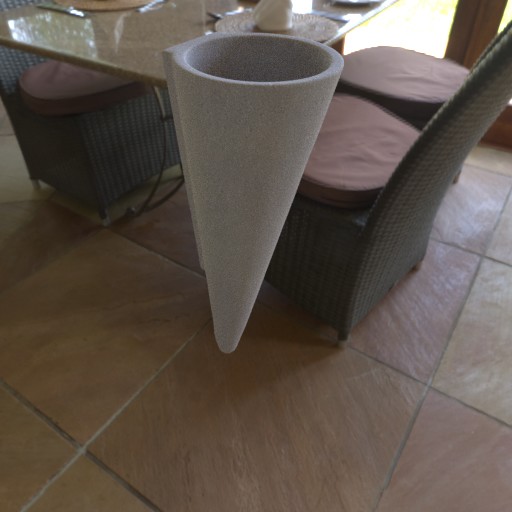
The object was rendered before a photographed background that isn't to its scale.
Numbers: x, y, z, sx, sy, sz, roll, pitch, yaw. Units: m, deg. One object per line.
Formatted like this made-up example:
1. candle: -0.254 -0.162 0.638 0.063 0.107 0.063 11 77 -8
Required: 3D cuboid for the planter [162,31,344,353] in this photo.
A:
1. planter: 0.000 0.000 0.300 0.087 0.259 0.078 26 47 27
